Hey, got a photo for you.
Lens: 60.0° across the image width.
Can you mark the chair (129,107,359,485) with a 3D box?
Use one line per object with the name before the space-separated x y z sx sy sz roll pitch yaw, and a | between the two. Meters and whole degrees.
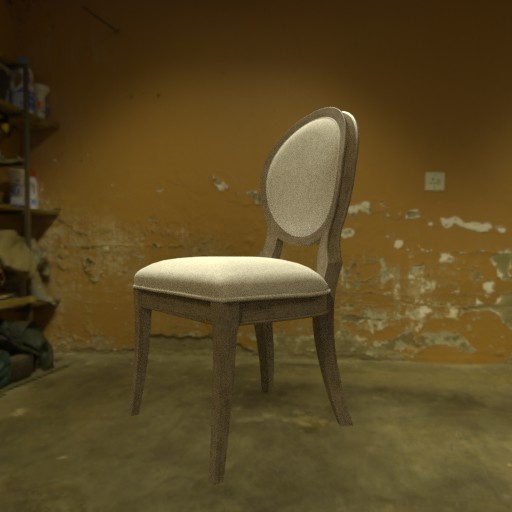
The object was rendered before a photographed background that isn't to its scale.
chair | 0.000 0.000 1.349 0.602 0.990 0.558 0 0 -35
